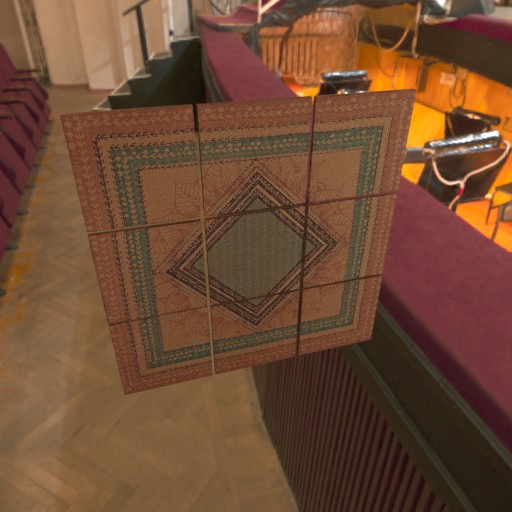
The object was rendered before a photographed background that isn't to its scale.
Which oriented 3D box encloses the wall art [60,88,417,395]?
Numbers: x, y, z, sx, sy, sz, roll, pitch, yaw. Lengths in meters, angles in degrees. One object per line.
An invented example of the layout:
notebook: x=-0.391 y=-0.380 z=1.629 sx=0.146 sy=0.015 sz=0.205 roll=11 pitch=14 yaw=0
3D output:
wall art: x=0.000 y=0.000 z=1.346 sx=0.915 sy=0.914 sz=0.013 roll=-9 pitch=33 yaw=-14
